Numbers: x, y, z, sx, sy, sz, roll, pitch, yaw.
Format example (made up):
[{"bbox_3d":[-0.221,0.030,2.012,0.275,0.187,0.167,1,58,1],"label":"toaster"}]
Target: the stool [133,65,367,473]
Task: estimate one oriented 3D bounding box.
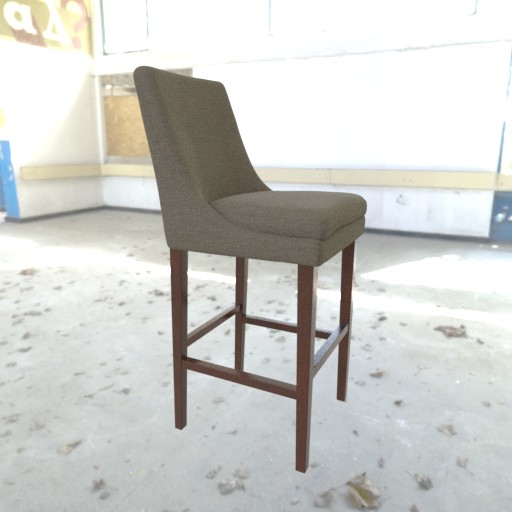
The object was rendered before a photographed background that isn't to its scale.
[{"bbox_3d":[0.000,0.000,1.371,0.577,1.078,0.470,7,16,26],"label":"stool"}]
